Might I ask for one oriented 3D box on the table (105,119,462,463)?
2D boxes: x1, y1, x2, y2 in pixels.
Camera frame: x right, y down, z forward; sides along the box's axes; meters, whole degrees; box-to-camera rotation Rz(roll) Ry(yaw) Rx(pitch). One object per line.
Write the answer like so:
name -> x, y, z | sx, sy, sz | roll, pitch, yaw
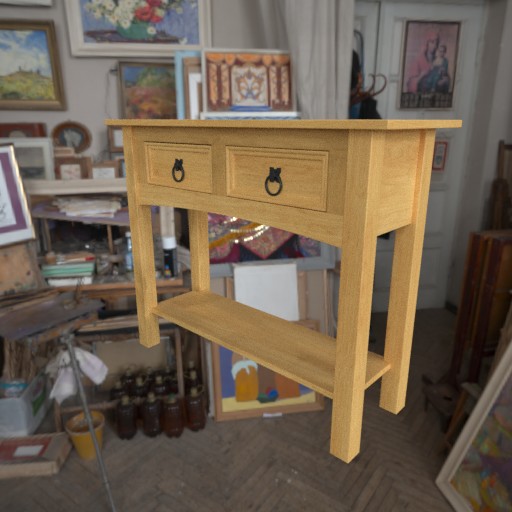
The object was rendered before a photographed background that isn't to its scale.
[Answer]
table -> 0.000, 0.000, 1.235 | 0.900, 0.728, 0.340 | 15, 23, 40
